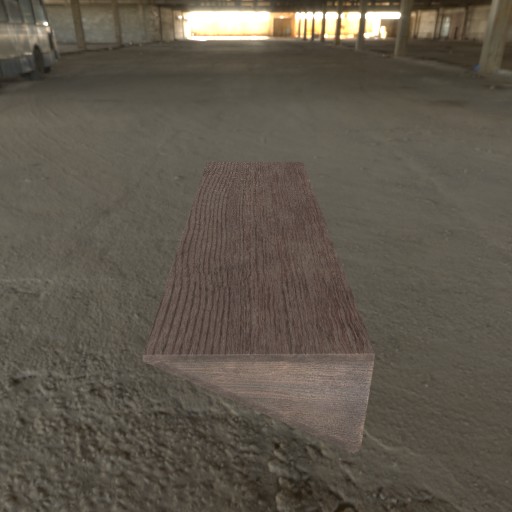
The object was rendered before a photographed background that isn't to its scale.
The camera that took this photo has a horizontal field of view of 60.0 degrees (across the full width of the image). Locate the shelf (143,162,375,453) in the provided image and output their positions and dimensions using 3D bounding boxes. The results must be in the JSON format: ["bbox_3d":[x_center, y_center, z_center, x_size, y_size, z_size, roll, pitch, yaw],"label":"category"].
[{"bbox_3d":[0.000,0.000,0.680,0.200,0.125,0.610,0,27,0],"label":"shelf"}]
